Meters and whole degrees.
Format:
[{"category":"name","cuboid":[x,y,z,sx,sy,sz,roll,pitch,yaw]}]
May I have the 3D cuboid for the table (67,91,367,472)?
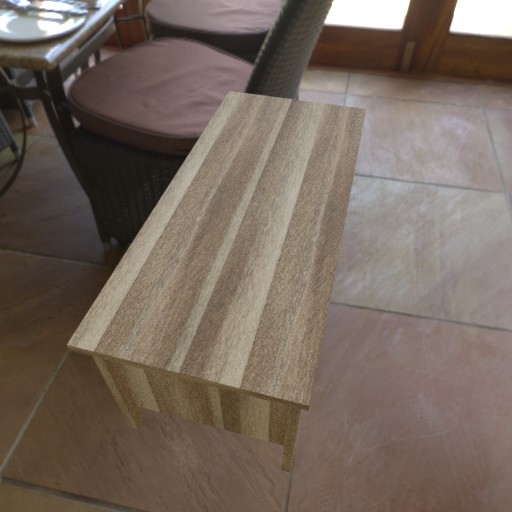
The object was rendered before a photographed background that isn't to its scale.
[{"category":"table","cuboid":[0.000,0.000,1.378,0.493,0.480,1.095,11,48,10]}]
